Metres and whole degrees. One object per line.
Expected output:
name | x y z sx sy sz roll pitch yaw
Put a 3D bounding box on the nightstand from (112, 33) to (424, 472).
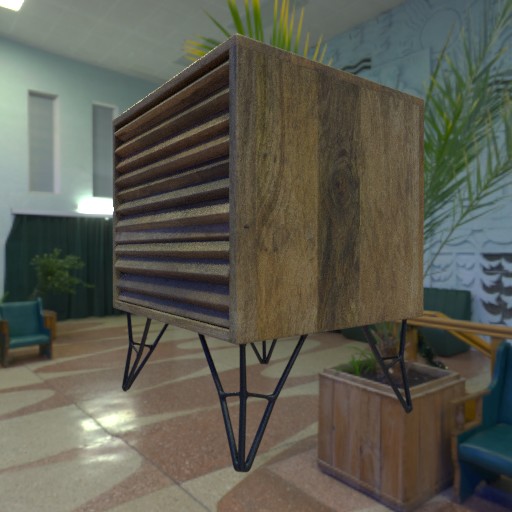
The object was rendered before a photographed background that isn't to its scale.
nightstand | 0.000 0.000 0.851 0.406 0.559 0.457 0 1 -37
